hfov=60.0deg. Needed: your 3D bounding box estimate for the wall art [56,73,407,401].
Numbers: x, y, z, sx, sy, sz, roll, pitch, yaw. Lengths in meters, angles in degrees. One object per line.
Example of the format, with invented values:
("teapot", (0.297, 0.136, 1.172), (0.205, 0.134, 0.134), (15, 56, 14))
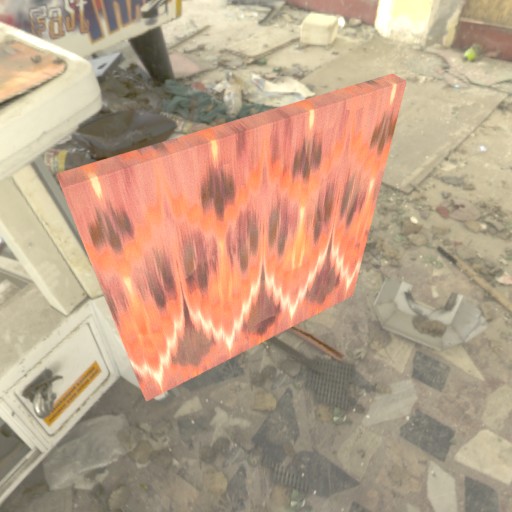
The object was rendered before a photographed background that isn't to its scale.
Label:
("wall art", (0.000, 0.000, 0.910), (0.603, 0.609, 0.037), (-23, 51, -21))
